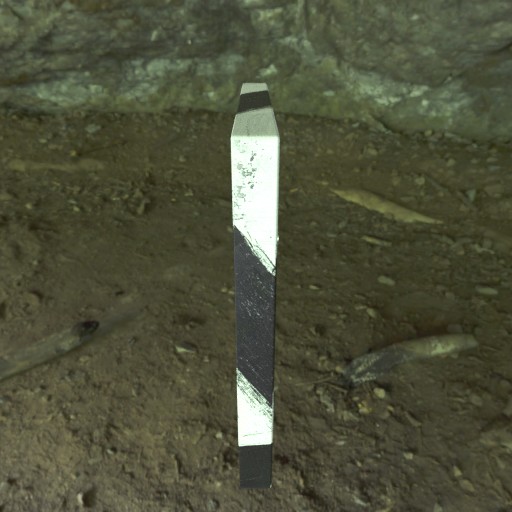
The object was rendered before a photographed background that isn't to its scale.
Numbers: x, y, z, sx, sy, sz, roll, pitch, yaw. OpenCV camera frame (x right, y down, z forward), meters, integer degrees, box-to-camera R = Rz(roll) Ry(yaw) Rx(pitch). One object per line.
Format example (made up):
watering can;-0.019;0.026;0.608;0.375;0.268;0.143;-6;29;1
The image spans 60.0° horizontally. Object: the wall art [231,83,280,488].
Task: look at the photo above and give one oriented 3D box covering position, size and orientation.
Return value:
wall art;0.000;0.000;0.758;0.050;0.508;0.507;0;27;0
